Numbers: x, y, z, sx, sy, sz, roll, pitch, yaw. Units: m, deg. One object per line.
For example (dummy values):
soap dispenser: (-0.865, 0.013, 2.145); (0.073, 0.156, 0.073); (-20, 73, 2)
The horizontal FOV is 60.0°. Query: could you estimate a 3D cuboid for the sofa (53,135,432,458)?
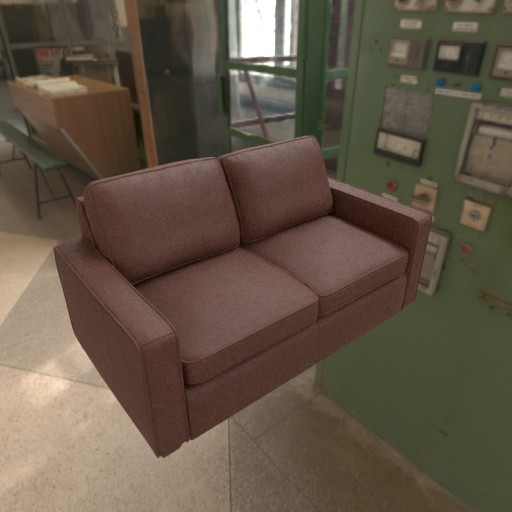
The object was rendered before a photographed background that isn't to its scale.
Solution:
sofa: (0.000, 0.000, 2.263); (1.709, 0.918, 0.947); (-21, 36, -33)
